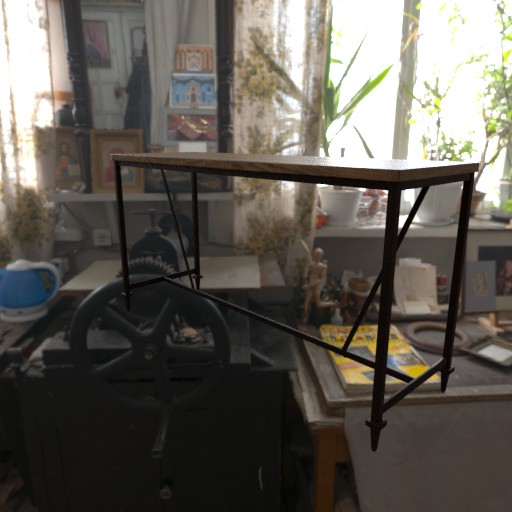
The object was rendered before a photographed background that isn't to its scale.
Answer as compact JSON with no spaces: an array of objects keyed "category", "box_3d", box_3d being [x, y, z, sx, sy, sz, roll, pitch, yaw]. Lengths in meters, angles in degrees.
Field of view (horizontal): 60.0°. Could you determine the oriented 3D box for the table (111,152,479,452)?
[{"category":"table","box_3d":[0.000,0.000,2.073,0.551,0.902,1.700,-14,20,-42]}]
